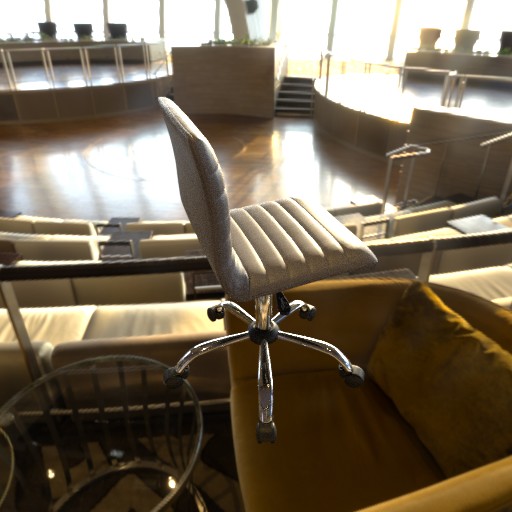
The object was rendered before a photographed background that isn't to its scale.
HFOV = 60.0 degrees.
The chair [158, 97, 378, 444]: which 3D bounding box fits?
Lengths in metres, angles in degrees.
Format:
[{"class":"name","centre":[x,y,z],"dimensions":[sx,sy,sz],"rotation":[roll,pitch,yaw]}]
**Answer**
[{"class":"chair","centre":[0.000,0.000,1.135],"dimensions":[0.542,0.750,0.569],"rotation":[-9,31,-16]}]
